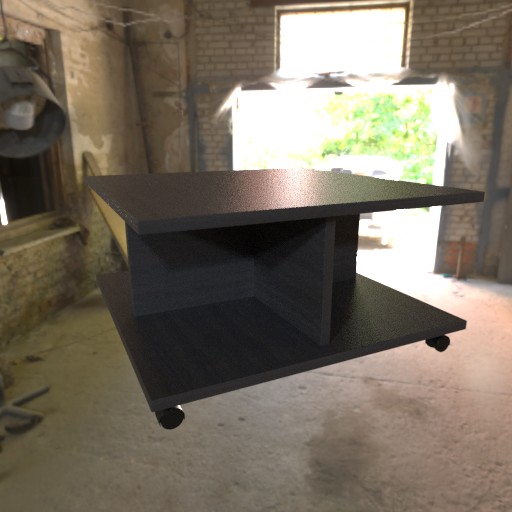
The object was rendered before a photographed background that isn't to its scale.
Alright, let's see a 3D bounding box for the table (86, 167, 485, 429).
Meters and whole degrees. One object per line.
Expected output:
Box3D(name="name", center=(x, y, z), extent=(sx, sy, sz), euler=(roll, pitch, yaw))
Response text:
Box3D(name="table", center=(0.000, 0.000, 1.207), extent=(0.762, 0.396, 0.762), euler=(-7, 17, -25))
